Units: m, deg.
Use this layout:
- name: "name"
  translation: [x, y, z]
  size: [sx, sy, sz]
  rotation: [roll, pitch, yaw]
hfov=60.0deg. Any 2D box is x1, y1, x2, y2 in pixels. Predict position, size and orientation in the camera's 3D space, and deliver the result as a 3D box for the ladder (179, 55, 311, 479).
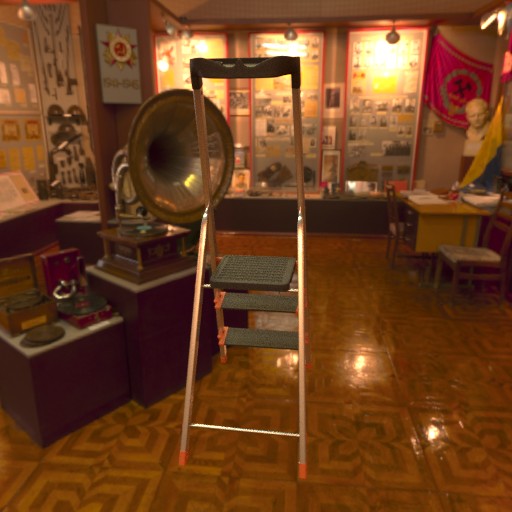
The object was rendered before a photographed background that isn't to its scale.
- name: "ladder"
  translation: [0.000, 0.000, 1.553]
  size: [0.416, 1.229, 0.686]
  rotation: [2, 17, 8]
